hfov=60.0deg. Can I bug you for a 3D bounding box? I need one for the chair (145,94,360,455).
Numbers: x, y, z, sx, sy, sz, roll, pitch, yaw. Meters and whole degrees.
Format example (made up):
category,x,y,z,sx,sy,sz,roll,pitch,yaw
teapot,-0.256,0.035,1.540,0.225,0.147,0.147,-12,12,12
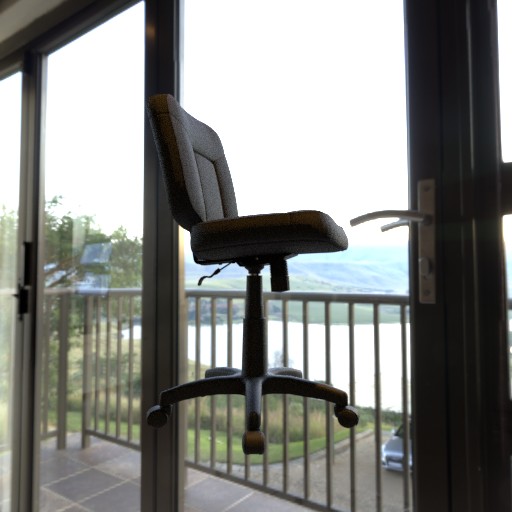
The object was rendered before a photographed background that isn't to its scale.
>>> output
category,x,y,z,sx,sy,sz,roll,pitch,yaw
chair,0.000,0.000,1.361,0.610,0.972,0.610,-1,-3,18
